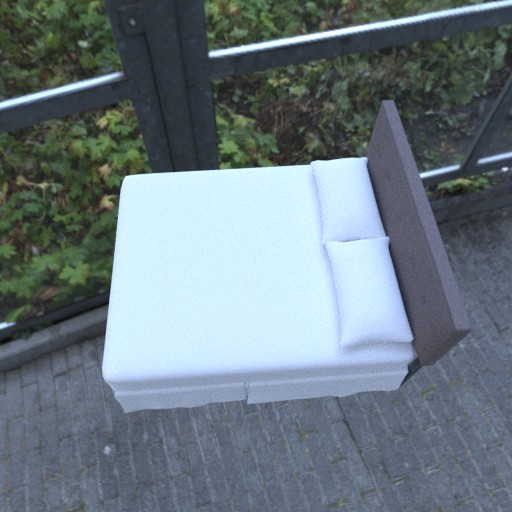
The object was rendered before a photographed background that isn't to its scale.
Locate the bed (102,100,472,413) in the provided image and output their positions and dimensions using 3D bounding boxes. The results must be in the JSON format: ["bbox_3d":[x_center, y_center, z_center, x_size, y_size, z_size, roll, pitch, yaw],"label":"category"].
[{"bbox_3d":[0.000,0.000,2.859,1.894,1.089,1.610,-4,59,-2],"label":"bed"}]
